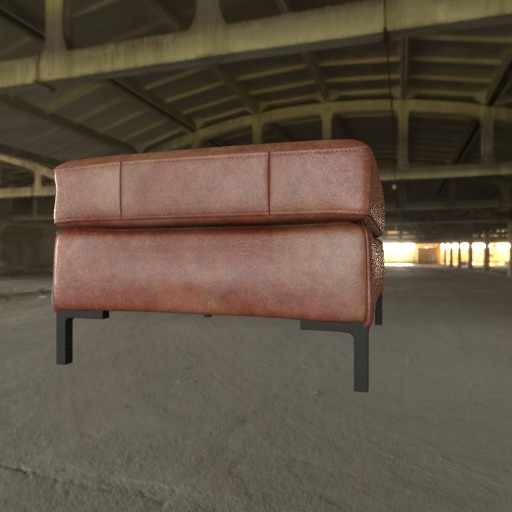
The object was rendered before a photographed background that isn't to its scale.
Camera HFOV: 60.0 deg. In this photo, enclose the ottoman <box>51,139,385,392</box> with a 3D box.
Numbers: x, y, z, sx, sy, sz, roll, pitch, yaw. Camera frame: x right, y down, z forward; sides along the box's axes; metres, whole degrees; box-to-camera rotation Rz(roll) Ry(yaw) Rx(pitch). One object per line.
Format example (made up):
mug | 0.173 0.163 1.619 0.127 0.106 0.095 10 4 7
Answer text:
ottoman | 0.000 0.000 1.765 0.965 0.667 1.186 0 0 18
